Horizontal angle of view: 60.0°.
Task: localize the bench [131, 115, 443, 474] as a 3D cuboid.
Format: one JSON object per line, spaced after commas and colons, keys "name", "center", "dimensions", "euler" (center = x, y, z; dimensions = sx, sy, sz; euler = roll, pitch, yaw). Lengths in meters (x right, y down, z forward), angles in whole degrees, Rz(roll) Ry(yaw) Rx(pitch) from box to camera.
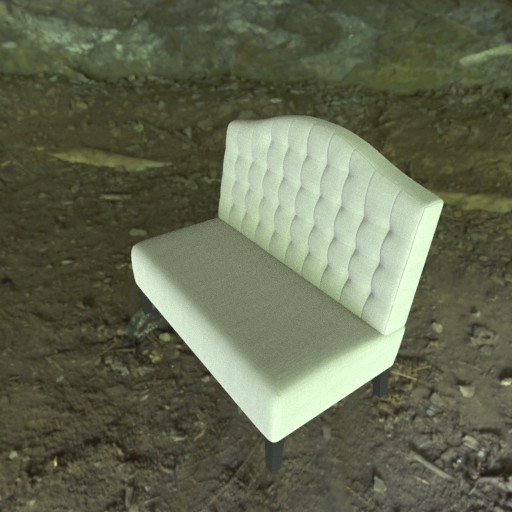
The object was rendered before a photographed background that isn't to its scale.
{"name": "bench", "center": [0.000, 0.000, 2.141], "dimensions": [0.815, 1.180, 1.335], "euler": [-21, 38, -30]}
